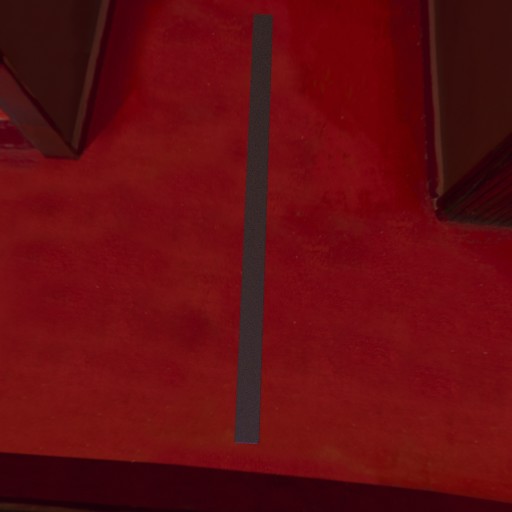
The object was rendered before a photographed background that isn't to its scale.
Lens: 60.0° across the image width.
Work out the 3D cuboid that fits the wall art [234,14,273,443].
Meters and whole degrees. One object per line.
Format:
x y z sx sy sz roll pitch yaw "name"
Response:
0.000 0.000 1.124 0.037 0.763 0.763 2 76 0 "wall art"
